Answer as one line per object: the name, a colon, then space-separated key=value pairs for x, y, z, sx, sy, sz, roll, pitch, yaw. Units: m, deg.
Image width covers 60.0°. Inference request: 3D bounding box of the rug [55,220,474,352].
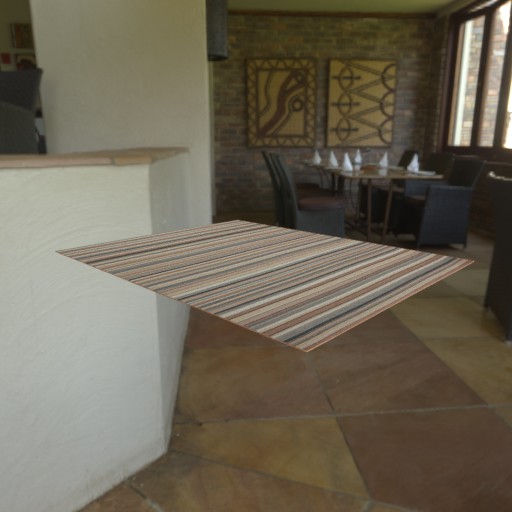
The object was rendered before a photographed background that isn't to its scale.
rug: x=0.000 y=0.000 z=4.099 sx=3.045 sy=0.011 sz=2.436 roll=14 pitch=20 yaw=42
